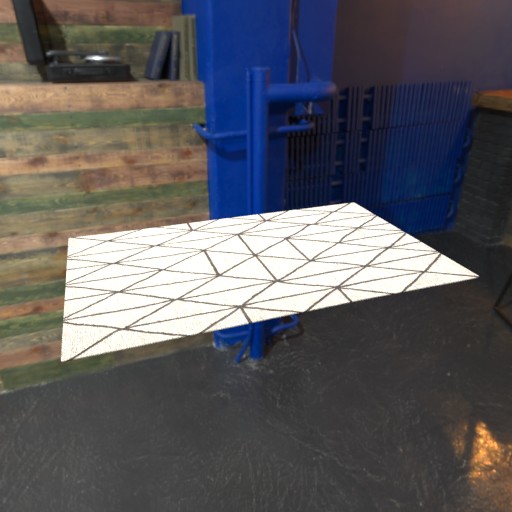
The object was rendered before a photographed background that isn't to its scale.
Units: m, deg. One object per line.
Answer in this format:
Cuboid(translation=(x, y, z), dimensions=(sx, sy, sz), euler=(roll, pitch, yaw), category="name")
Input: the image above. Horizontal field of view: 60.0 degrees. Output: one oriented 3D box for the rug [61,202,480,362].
Cuboid(translation=(0.000, 0.000, 3.077), dimensions=(2.465, 0.008, 1.526), euler=(-9, 27, -18), category="rug")
